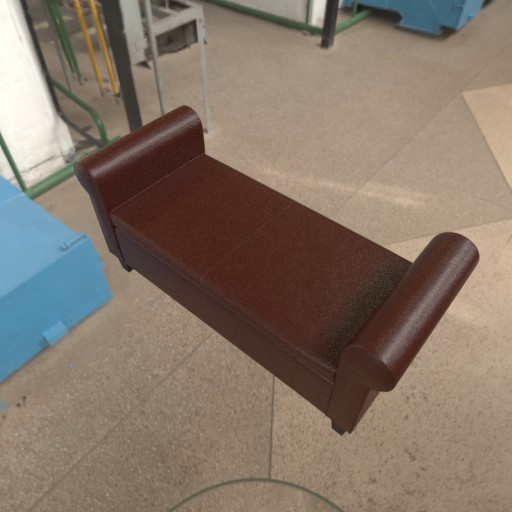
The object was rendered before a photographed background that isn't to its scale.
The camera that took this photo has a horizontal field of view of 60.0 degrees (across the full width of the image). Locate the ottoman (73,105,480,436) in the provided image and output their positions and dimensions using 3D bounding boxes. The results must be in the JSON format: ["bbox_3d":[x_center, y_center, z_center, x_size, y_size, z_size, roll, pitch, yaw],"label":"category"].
[{"bbox_3d":[0.000,0.000,1.572,1.256,0.547,0.521,32,55,26],"label":"ottoman"}]
